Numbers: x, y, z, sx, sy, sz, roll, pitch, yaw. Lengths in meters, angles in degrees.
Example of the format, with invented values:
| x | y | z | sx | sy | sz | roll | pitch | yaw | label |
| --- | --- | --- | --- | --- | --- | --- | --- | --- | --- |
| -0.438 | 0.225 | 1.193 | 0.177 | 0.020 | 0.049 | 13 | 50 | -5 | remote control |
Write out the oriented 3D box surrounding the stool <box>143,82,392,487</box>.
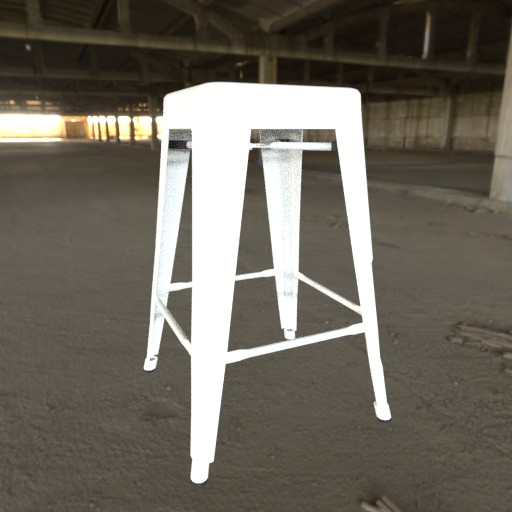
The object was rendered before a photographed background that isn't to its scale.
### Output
| x | y | z | sx | sy | sz | roll | pitch | yaw | label |
| --- | --- | --- | --- | --- | --- | --- | --- | --- | --- |
| 0.000 | 0.000 | 0.873 | 0.406 | 0.610 | 0.406 | -7 | 18 | -24 | stool |
